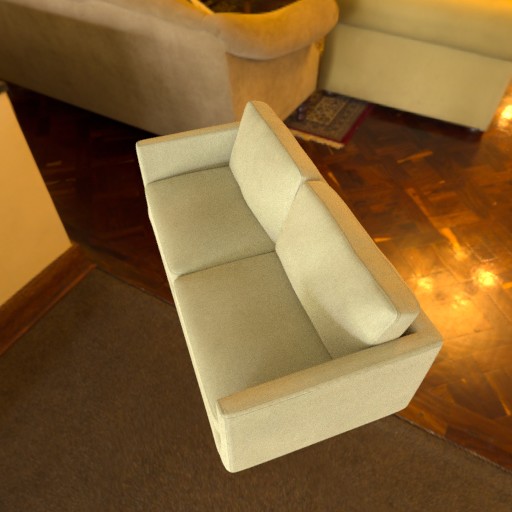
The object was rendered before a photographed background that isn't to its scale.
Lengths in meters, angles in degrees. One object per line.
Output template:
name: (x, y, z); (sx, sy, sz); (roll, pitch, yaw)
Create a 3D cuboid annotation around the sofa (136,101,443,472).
sofa: (0.000, 0.000, 2.395); (0.950, 0.940, 1.846); (-15, 49, -13)
